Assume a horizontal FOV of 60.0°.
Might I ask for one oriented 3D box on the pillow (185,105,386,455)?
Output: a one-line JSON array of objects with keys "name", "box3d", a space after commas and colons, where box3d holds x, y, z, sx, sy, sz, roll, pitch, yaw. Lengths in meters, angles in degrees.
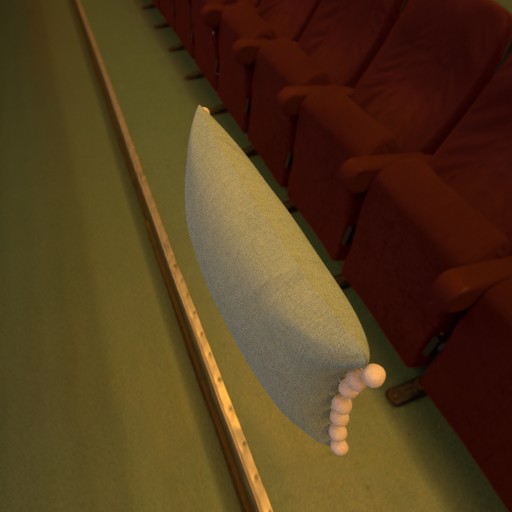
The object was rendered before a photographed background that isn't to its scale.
[{"name": "pillow", "box3d": [0.000, 0.000, 0.838, 0.201, 0.322, 0.709, -17, 50, -15]}]
